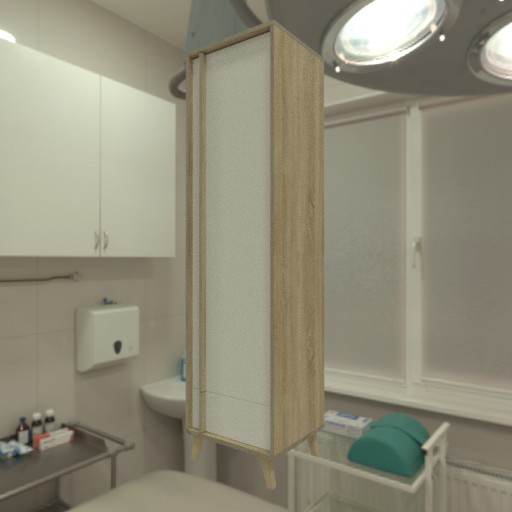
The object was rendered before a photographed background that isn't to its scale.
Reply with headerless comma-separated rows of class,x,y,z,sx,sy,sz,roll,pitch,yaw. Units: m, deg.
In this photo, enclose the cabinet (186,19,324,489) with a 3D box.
cabinet,0.000,0.000,2.166,0.510,1.960,0.450,0,0,36
